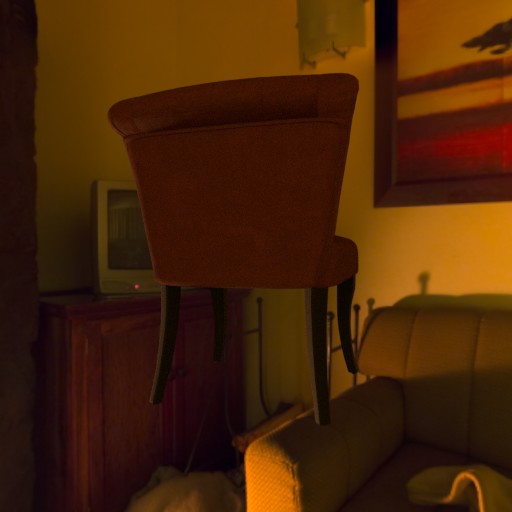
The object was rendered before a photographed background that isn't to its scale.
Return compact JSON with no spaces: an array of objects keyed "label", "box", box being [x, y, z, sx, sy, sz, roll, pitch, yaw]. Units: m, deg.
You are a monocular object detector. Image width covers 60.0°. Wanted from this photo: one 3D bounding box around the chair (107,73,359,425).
[{"label":"chair","box":[0.000,0.000,1.200,0.582,0.750,0.605,0,1,18]}]
